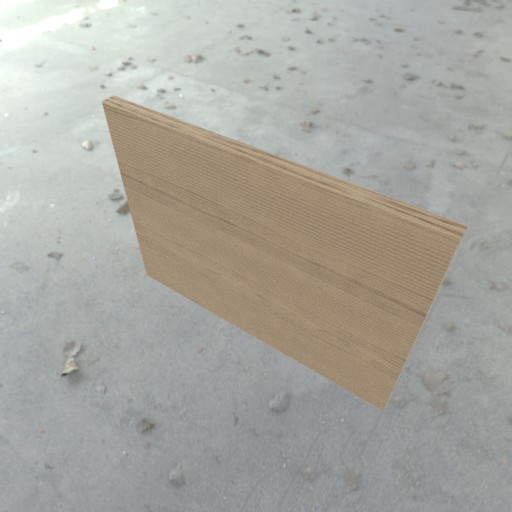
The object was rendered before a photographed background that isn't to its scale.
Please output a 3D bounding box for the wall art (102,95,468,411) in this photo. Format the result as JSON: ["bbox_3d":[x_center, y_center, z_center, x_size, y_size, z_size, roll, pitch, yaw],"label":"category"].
[{"bbox_3d":[0.000,0.000,1.114,0.841,0.609,0.063,26,51,23],"label":"wall art"}]
